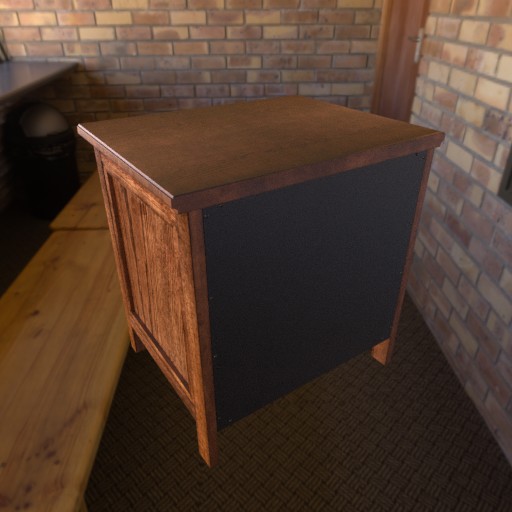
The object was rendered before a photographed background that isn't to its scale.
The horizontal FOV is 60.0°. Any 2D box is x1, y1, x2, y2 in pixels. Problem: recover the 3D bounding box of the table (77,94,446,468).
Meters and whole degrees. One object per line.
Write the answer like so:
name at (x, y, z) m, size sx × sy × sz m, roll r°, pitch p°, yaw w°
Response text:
table at (0.000, 0.000, 1.039) m, size 0.586 × 0.597 × 0.461 m, roll -19°, pitch 35°, yaw -29°
